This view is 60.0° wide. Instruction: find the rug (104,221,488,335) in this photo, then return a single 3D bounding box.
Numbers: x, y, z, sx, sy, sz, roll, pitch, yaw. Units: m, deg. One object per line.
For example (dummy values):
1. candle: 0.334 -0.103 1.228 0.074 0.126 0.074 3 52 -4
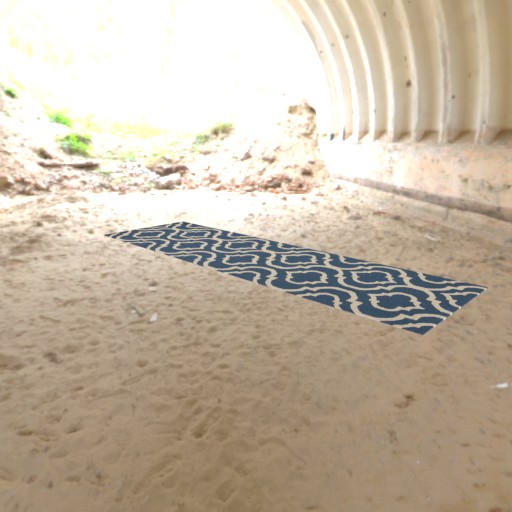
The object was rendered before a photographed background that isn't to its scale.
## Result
1. rug: 0.000 0.000 2.567 2.296 0.006 0.685 14 21 42
